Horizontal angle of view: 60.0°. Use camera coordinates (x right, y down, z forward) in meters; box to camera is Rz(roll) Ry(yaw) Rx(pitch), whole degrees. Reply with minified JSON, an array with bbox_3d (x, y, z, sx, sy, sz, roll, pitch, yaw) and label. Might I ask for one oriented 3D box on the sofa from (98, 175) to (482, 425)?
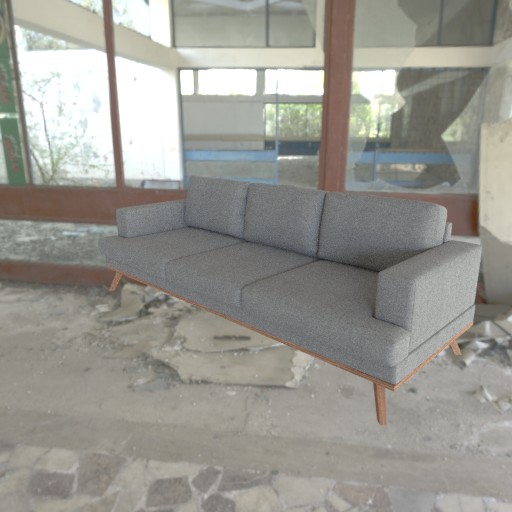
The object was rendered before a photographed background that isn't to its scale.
[{"bbox_3d":[0.000,0.000,2.716,2.310,0.810,0.920,15,22,42],"label":"sofa"}]
